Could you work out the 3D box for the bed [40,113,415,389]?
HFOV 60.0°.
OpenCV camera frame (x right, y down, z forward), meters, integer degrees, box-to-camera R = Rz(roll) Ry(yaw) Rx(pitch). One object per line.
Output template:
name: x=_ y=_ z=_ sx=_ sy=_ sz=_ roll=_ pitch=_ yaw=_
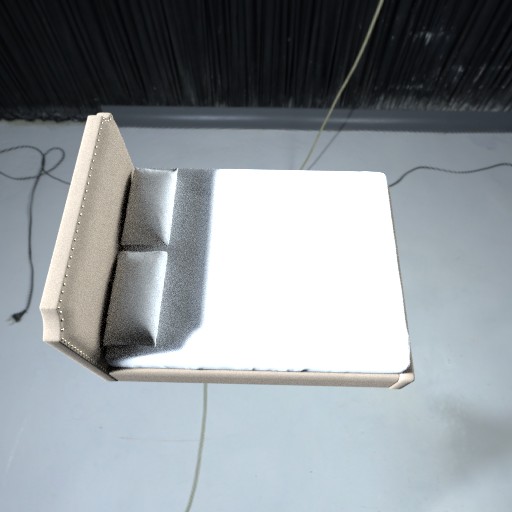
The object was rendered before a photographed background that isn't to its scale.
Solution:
bed: x=0.000 y=0.000 z=3.335 sx=2.329 sy=1.415 sz=1.703 roll=1 pitch=64 yaw=1
